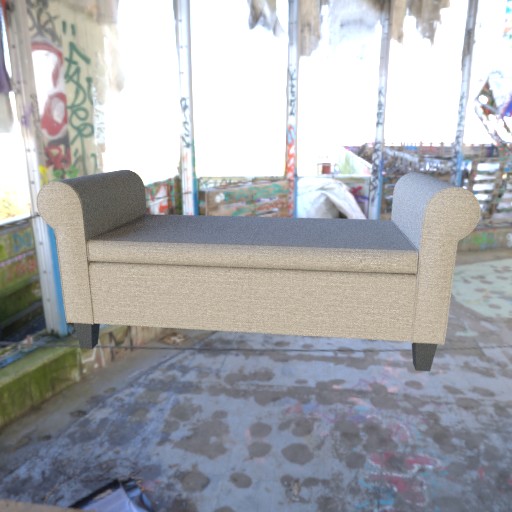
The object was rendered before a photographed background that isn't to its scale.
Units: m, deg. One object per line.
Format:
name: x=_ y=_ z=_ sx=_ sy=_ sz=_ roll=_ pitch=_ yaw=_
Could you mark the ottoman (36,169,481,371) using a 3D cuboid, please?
ottoman: x=0.000 y=0.000 z=1.533 sx=1.256 sy=0.547 sz=0.521 roll=2 pitch=15 yaw=7
